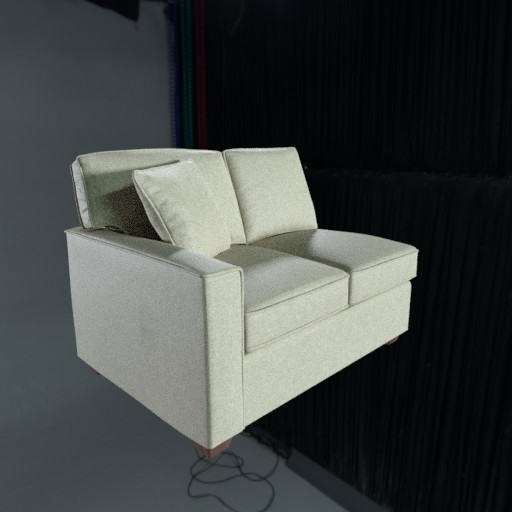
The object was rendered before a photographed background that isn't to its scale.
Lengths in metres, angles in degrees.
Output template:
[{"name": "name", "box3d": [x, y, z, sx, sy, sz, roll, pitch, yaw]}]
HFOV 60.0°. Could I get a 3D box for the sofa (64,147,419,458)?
[{"name": "sofa", "box3d": [0.000, 0.000, 2.076, 0.991, 0.989, 1.388, 13, 19, 43]}]
